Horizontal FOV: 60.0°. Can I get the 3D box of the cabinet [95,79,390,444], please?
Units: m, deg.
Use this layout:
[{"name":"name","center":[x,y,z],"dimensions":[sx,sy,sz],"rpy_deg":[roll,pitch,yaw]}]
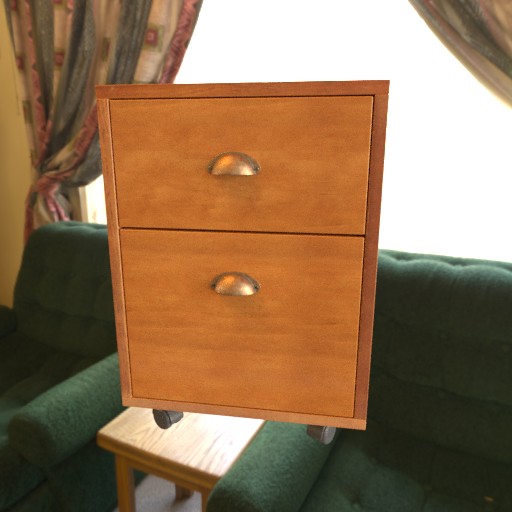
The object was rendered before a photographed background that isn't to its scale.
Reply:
[{"name":"cabinet","center":[0.000,0.000,0.844],"dimensions":[0.409,0.579,0.401],"rpy_deg":[2,15,9]}]
